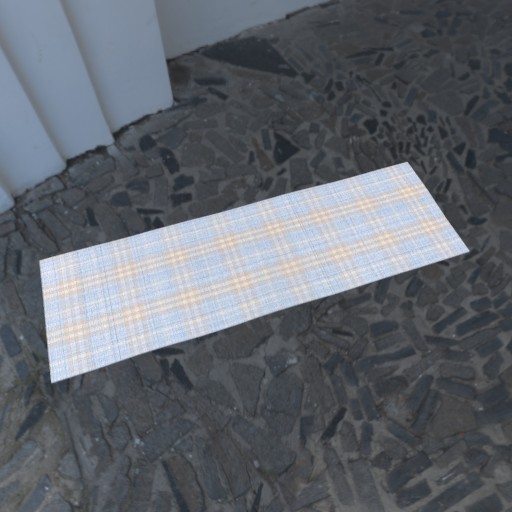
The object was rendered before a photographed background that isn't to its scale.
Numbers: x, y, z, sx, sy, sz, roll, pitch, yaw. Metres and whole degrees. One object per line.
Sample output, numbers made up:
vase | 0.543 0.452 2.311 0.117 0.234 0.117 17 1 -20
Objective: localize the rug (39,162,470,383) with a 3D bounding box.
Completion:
rug | 0.000 0.000 2.629 2.439 0.013 0.762 -16 60 -10
